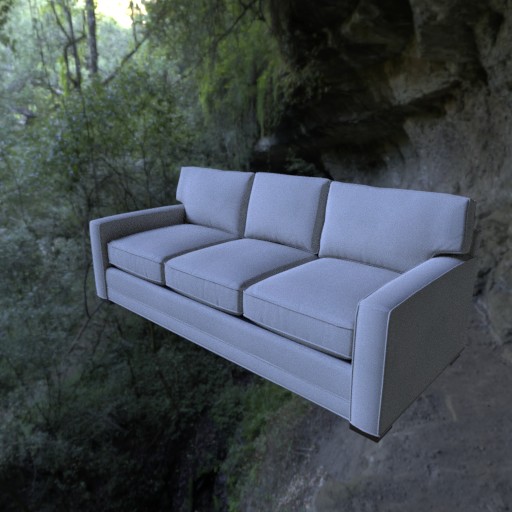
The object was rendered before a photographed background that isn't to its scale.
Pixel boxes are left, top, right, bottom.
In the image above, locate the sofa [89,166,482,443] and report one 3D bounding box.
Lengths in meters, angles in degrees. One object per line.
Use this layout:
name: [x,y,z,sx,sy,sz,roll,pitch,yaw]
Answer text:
sofa: [0.000,0.000,2.524,2.088,0.862,0.935,15,23,40]
